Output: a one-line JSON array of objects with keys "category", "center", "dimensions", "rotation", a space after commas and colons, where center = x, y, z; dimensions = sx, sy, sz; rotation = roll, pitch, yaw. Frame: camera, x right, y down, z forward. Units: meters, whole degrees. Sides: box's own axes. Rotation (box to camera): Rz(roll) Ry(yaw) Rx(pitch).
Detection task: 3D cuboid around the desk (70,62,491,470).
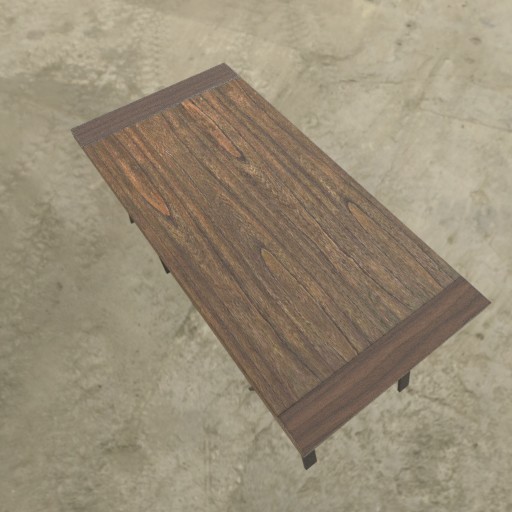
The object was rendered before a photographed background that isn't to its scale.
[{"category": "desk", "center": [0.000, 0.000, 1.924], "dimensions": [0.784, 0.725, 1.543], "rotation": [-32, 63, -18]}]
